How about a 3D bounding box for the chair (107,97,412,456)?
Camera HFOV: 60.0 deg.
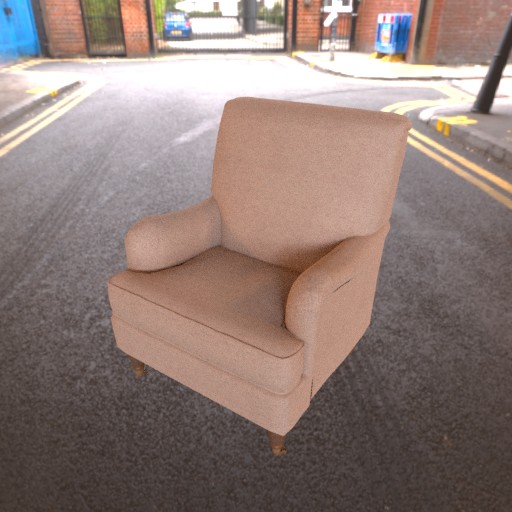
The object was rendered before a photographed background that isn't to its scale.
[{"bbox_3d":[0.000,0.000,1.848,0.879,1.119,0.953,18,33,29],"label":"chair"}]
